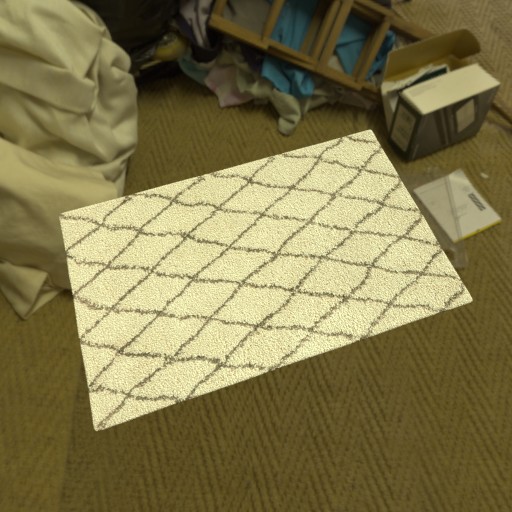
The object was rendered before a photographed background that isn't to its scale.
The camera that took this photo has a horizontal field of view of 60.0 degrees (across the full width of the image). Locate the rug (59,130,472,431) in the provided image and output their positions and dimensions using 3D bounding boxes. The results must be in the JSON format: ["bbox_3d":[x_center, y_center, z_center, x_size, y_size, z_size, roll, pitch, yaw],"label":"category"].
[{"bbox_3d":[0.000,0.000,3.000,2.438,0.030,1.524,-17,65,-8],"label":"rug"}]
